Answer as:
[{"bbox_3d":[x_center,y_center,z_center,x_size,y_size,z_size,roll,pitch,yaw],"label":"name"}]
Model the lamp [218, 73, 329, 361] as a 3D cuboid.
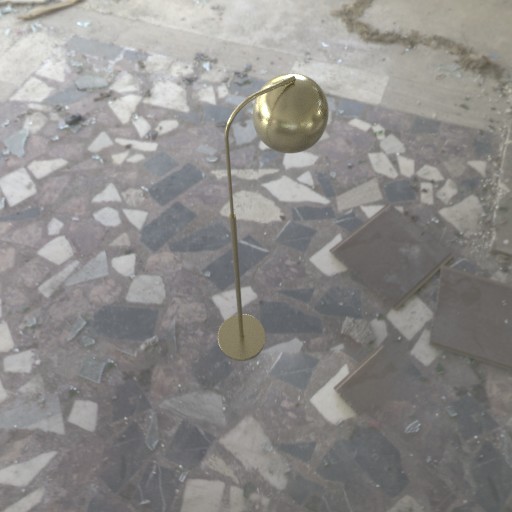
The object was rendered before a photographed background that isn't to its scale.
[{"bbox_3d":[0.000,0.000,1.724,0.431,1.526,0.250,-30,63,-17],"label":"lamp"}]
